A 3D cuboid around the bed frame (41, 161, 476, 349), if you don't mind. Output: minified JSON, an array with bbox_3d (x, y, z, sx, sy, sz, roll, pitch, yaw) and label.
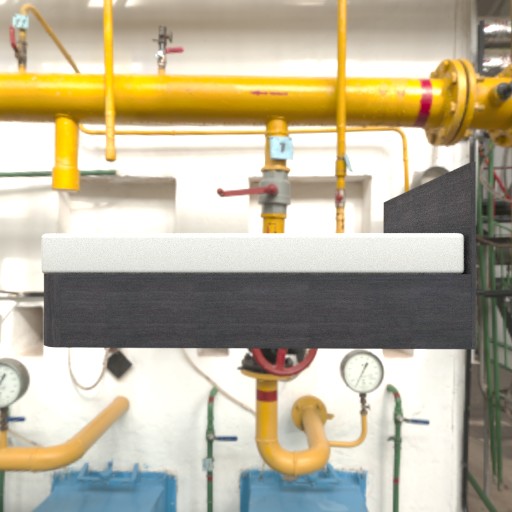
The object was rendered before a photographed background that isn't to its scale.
[{"bbox_3d":[0.000,0.000,2.606,1.900,0.800,1.400,0,0,1],"label":"bed frame"}]
